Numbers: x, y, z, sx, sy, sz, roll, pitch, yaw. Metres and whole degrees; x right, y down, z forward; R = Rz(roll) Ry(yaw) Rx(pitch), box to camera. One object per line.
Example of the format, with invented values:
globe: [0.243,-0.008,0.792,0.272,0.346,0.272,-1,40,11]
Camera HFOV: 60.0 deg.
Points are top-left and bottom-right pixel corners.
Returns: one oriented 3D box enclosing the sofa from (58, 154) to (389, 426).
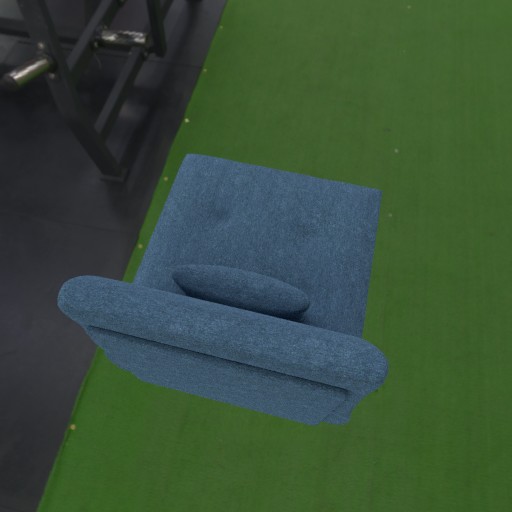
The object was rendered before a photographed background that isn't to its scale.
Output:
sofa: [0.000,0.000,1.696,0.930,0.820,1.000,12,64,6]
